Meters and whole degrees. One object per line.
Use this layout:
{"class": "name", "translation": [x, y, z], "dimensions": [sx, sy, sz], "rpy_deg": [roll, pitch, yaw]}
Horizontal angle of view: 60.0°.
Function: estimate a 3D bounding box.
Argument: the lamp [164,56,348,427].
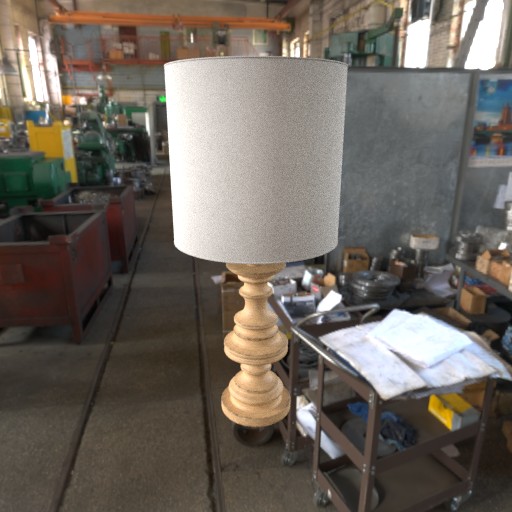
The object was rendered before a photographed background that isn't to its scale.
{"class": "lamp", "translation": [0.000, 0.000, 0.579], "dimensions": [0.208, 0.455, 0.208], "rpy_deg": [-15, 23, -40]}
